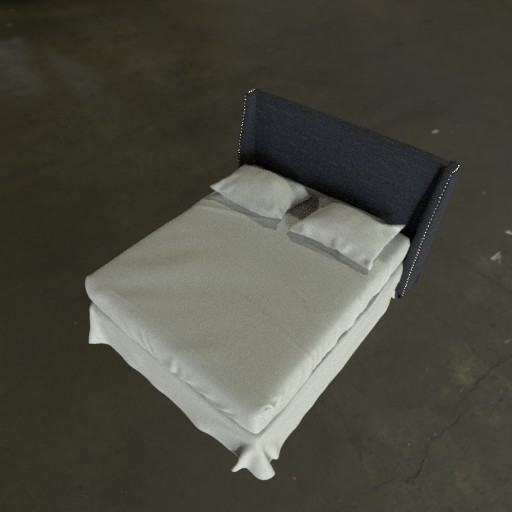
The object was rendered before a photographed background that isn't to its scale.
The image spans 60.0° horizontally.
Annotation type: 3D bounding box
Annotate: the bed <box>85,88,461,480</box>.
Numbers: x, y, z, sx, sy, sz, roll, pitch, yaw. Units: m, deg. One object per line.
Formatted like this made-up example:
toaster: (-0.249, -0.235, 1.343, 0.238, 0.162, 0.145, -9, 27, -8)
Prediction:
bed: (0.000, 0.000, 3.380, 1.925, 1.332, 2.276, 31, 53, 27)
